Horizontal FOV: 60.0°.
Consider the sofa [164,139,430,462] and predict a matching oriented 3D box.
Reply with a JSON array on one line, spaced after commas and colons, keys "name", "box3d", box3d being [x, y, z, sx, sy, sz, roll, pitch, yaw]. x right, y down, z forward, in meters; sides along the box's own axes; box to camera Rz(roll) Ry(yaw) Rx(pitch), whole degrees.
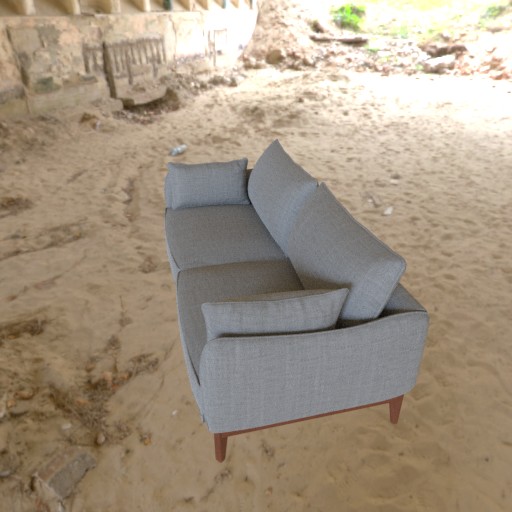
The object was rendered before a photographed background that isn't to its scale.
[{"name": "sofa", "box3d": [0.000, 0.000, 2.540, 0.972, 0.851, 1.989, -7, 30, -12]}]
